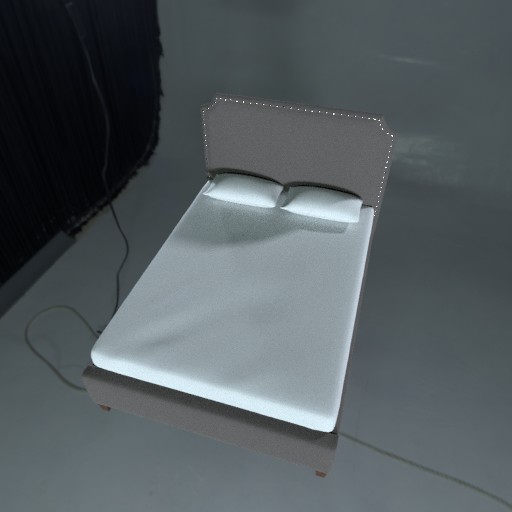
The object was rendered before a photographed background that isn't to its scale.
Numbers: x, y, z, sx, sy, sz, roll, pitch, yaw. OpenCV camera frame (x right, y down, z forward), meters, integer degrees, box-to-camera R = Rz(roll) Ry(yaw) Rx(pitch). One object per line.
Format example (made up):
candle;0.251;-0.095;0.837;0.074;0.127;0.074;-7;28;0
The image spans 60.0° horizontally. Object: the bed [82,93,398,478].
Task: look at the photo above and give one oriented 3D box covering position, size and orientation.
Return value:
bed;0.000;0.000;3.363;1.713;1.443;2.372;12;44;12
